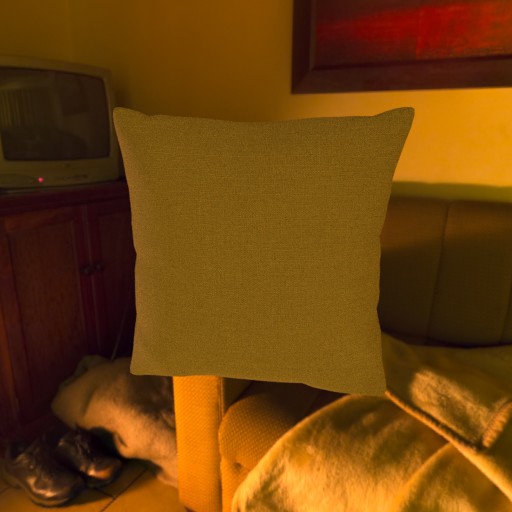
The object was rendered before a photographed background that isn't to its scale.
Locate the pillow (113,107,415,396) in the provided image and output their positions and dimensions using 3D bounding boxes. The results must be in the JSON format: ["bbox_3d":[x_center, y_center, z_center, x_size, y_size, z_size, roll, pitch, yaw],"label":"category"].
[{"bbox_3d":[0.000,0.000,0.680,0.429,0.436,0.159,2,15,7],"label":"pillow"}]
